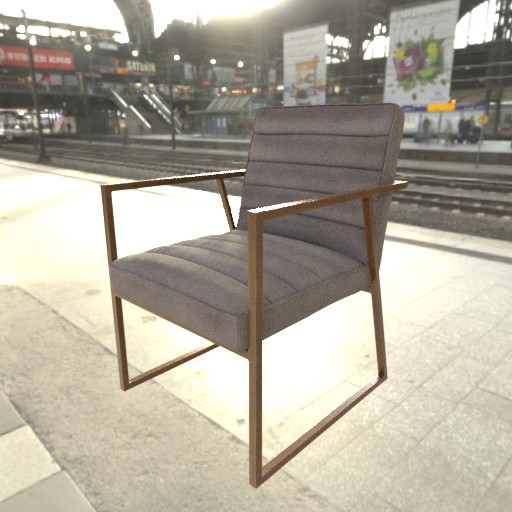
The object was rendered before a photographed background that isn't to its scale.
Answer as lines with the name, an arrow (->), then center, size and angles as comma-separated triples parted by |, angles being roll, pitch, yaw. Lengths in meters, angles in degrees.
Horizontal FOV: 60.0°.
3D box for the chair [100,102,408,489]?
chair -> 0.000, 0.000, 1.278 | 0.578, 0.843, 0.682 | 15, 22, 41
